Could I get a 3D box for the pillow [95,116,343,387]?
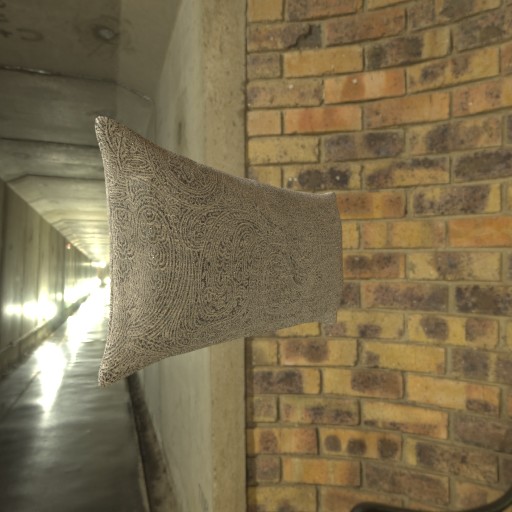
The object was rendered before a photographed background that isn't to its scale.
[{"bbox_3d":[0.000,0.000,0.729,0.151,0.295,0.615,-1,-1,34],"label":"pillow"}]
